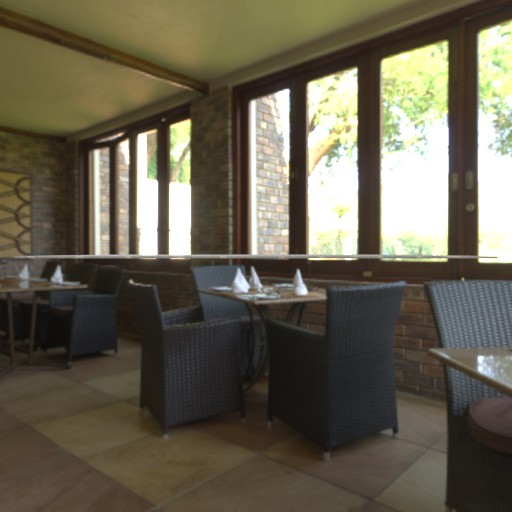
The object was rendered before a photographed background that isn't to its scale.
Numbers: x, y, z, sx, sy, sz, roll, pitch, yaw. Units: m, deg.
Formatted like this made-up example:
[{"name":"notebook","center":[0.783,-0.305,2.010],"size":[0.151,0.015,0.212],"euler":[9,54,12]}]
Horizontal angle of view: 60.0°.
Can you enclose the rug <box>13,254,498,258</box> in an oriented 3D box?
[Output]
[{"name":"rug","center":[0.000,0.000,2.618],"size":[2.080,0.010,1.451],"euler":[0,0,1]}]
